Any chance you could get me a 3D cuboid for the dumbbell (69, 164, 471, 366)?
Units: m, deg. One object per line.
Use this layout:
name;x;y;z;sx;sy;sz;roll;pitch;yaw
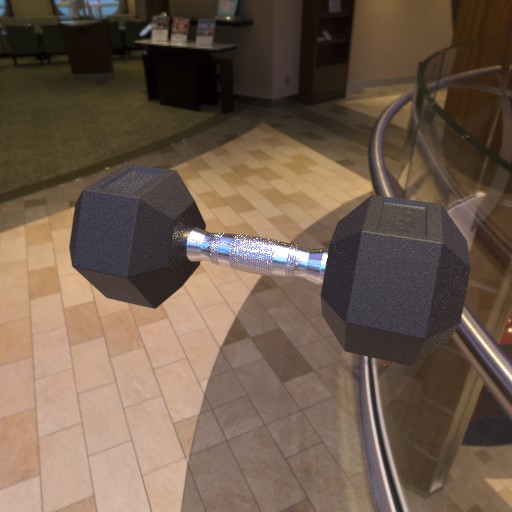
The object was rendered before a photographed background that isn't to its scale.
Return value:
dumbbell;0.000;0.000;0.419;0.356;0.123;0.141;10;33;16
